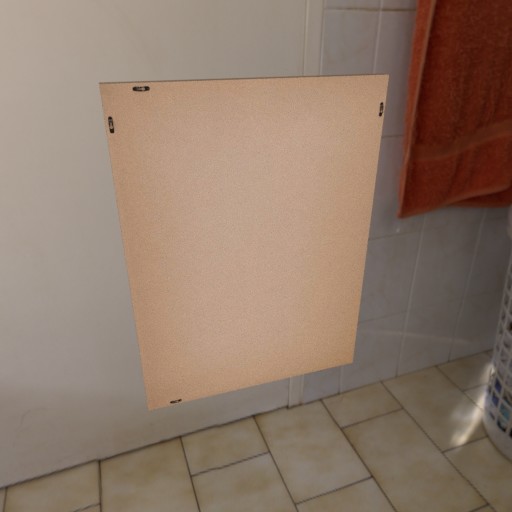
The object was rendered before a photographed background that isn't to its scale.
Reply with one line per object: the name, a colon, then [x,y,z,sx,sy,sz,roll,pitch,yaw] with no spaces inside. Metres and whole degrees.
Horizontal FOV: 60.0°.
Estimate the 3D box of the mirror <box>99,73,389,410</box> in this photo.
mirror: [0.000,0.000,1.359,0.762,1.016,0.040,-9,28,-16]
